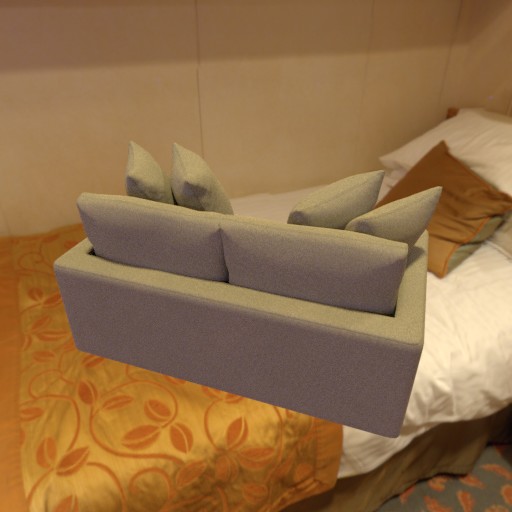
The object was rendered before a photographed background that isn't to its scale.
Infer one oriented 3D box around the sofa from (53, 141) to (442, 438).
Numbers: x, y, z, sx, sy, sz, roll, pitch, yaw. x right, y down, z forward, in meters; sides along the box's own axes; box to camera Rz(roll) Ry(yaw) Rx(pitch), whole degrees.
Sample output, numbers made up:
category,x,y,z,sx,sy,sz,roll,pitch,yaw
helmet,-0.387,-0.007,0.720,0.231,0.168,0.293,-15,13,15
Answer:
category,x,y,z,sx,sy,sz,roll,pitch,yaw
sofa,0.000,0.000,2.590,1.869,1.080,1.228,10,33,16
